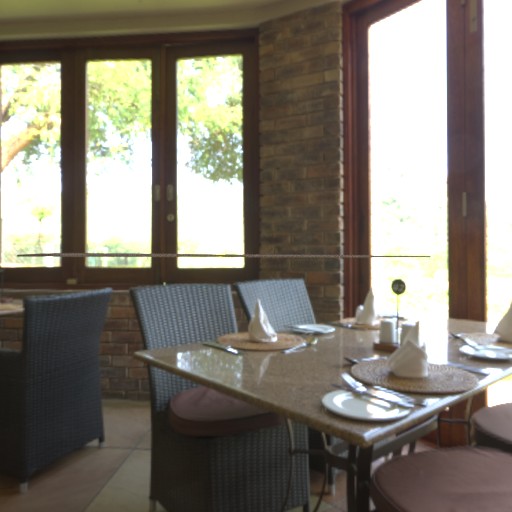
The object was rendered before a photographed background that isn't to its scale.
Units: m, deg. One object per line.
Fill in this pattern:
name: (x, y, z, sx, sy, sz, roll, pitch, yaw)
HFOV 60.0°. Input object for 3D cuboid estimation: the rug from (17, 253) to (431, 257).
rug: (0.000, 0.000, 2.639, 2.430, 0.012, 0.767, 0, 0, -36)
